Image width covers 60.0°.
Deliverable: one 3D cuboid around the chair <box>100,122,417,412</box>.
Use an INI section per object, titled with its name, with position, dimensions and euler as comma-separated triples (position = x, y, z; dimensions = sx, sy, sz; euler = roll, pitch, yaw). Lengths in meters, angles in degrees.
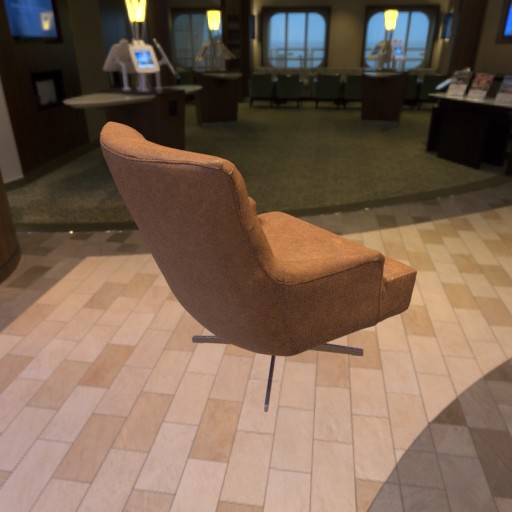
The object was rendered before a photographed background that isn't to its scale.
[chair]
position = 0.000, 0.000, 1.499
dimensions = 0.874, 0.869, 0.729
euler = -18, 31, -33
